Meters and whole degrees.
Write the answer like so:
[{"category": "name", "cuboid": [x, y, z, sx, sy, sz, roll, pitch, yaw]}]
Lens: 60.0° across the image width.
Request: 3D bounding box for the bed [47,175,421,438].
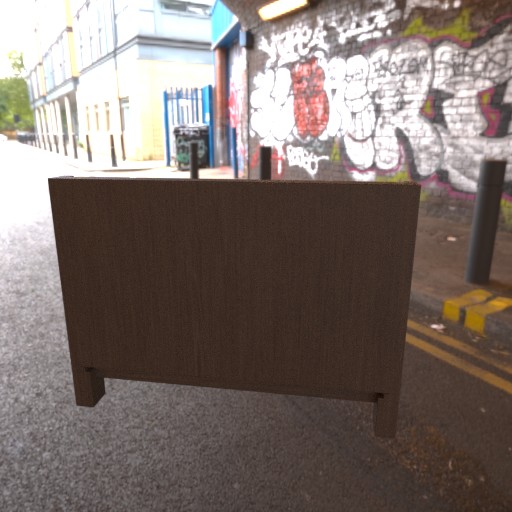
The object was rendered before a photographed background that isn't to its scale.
[{"category": "bed", "cuboid": [0.000, 0.000, 3.120, 1.735, 1.261, 1.992, 3, 16, 9]}]
